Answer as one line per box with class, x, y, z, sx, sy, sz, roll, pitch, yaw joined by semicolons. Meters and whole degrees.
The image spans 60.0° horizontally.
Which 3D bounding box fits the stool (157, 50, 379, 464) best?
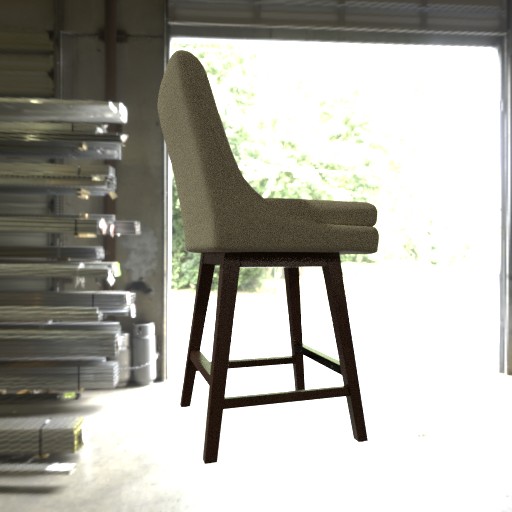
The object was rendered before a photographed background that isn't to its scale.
stool;0.000;0.000;1.318;0.559;0.991;0.483;0;0;-17
